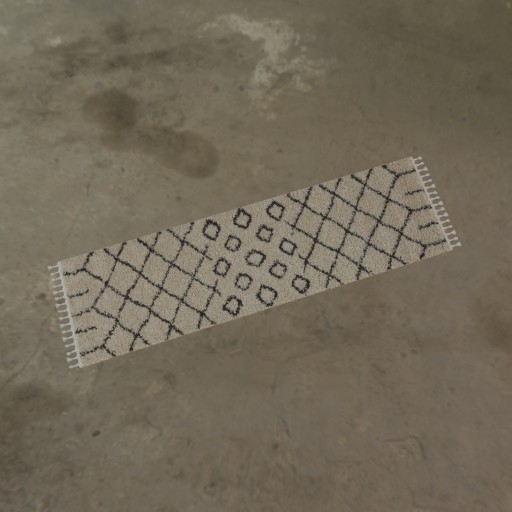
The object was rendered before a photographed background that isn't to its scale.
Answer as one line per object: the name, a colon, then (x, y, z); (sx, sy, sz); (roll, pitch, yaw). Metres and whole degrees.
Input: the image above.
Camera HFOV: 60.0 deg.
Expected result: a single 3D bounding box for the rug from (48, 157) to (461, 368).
rug: (0.000, 0.000, 2.721); (2.464, 0.005, 0.660); (-17, 76, -4)
